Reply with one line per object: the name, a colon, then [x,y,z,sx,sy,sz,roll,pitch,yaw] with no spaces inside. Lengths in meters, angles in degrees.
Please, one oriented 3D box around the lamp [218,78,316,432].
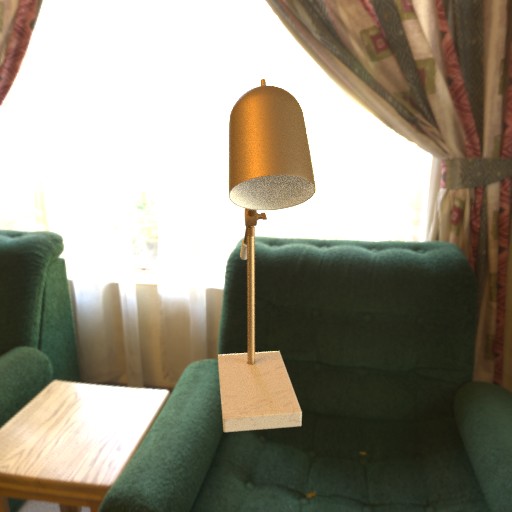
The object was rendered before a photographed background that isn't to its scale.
lamp: [0.000,0.000,0.832,0.144,0.603,0.471,-2,16,-7]
